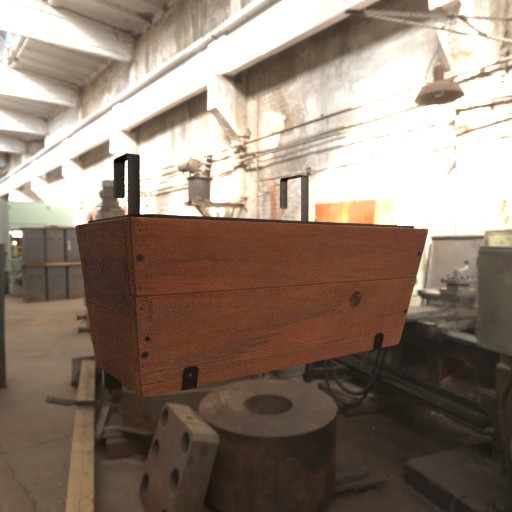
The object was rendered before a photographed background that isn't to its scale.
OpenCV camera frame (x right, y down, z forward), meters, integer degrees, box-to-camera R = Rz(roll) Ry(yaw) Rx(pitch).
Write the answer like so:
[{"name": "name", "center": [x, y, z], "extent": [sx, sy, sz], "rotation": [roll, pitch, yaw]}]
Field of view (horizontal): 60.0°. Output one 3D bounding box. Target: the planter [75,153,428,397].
[{"name": "planter", "center": [0.000, 0.000, 0.660], "extent": [0.480, 0.289, 0.262], "rotation": [-1, 2, -36]}]
